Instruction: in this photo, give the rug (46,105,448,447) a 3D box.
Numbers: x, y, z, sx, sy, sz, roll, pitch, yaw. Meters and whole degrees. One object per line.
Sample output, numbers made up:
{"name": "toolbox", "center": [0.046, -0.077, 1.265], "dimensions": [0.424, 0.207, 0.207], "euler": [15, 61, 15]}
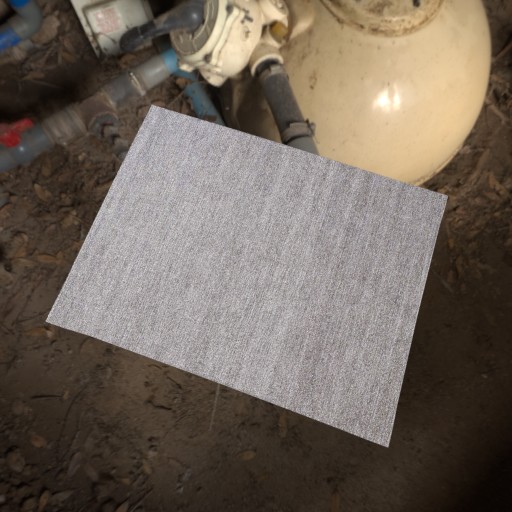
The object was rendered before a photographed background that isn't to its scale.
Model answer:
{"name": "rug", "center": [0.000, 0.000, 4.194], "dimensions": [3.202, 0.045, 2.434], "euler": [19, 74, 5]}
